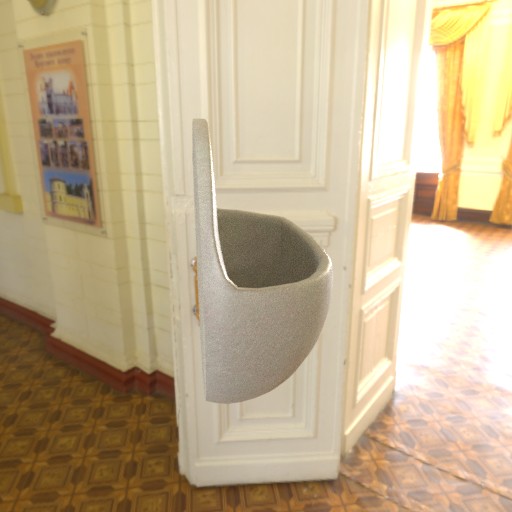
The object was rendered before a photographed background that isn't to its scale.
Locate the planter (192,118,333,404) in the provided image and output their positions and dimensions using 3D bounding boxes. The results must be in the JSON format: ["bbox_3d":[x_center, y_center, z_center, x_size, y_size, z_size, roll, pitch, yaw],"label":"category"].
[{"bbox_3d":[0.000,0.000,0.277,0.073,0.164,0.190,-3,17,-8],"label":"planter"}]
